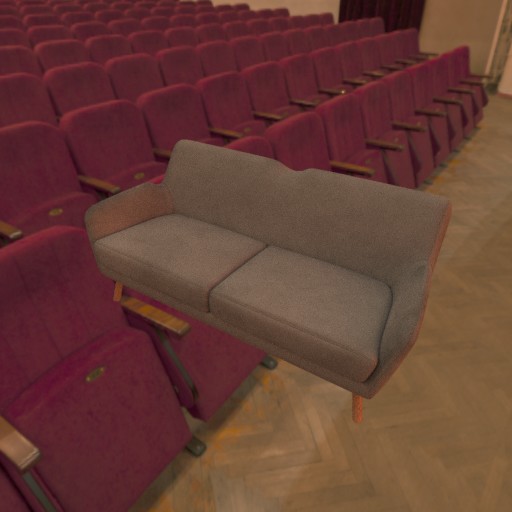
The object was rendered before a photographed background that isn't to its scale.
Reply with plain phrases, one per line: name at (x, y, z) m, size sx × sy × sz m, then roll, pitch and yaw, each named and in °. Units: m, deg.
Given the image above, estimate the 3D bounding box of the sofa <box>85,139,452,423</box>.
sofa at (0.000, 0.000, 2.377) m, size 1.870 × 0.810 × 0.850 m, roll 19°, pitch 36°, yaw 29°
